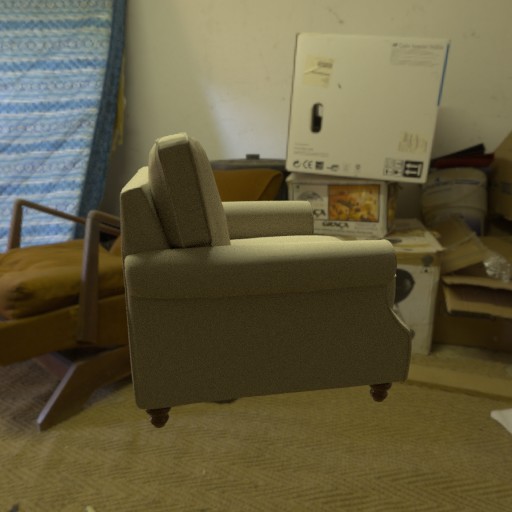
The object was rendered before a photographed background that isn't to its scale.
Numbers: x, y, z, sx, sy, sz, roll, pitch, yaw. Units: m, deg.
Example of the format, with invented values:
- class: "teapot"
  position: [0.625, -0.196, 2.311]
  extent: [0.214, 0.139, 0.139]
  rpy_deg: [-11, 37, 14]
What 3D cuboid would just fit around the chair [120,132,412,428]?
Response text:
- class: "chair"
  position: [0.000, 0.000, 1.801]
  extent: [0.966, 0.967, 1.029]
  rpy_deg: [-3, 16, -10]
